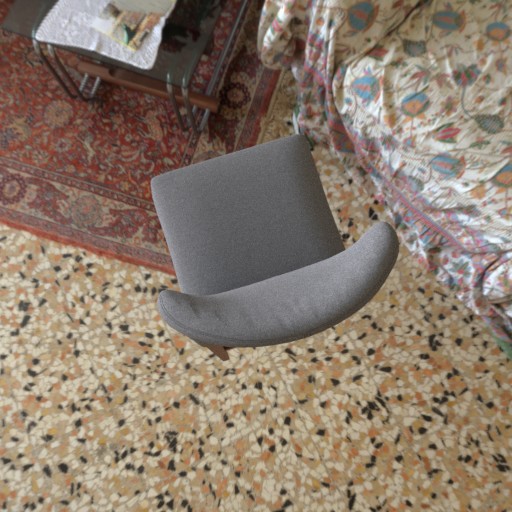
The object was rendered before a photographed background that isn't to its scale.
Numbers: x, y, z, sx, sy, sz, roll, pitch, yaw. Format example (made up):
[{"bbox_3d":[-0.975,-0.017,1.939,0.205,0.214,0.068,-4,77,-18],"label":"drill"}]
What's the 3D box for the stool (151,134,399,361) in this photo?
[{"bbox_3d":[0.000,0.000,1.343,0.481,1.069,0.568,-18,77,-4],"label":"stool"}]
